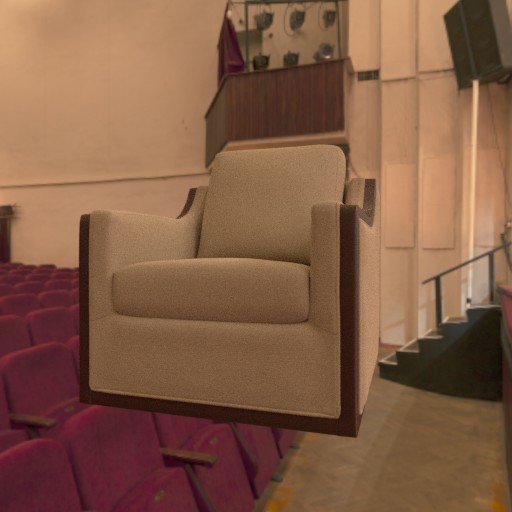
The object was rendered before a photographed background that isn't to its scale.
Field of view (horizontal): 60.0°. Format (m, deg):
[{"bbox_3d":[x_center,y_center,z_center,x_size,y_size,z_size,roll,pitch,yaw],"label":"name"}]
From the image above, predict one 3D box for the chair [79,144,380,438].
[{"bbox_3d":[0.000,0.000,1.663,0.870,0.930,0.950,0,0,18],"label":"chair"}]
